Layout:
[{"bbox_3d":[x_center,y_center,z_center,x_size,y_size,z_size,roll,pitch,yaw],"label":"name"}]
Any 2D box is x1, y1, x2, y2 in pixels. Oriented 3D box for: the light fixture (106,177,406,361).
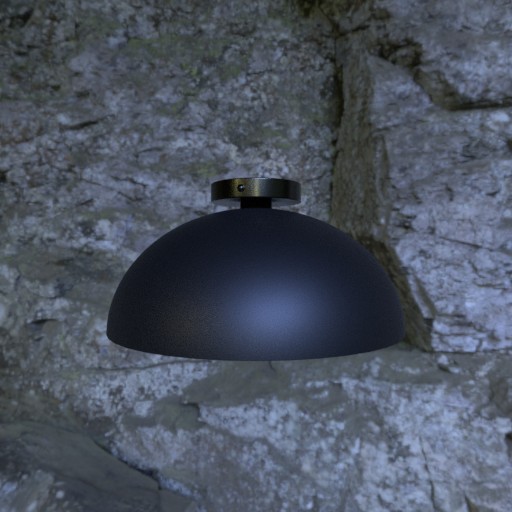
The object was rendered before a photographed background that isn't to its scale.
[{"bbox_3d":[0.000,0.000,0.554,0.355,0.177,0.355,0,0,0],"label":"light fixture"}]
